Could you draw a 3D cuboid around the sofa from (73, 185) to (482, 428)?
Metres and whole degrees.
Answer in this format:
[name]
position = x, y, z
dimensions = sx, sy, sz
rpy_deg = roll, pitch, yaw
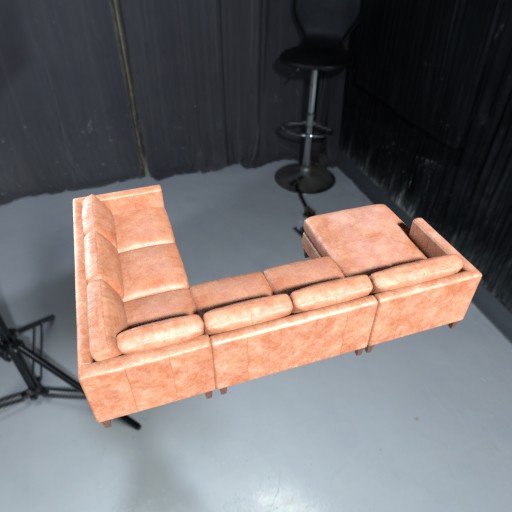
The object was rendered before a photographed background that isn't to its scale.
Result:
[sofa]
position = 0.000, 0.000, 4.542
dimensions = 3.401, 0.832, 2.430
rpy_deg = -12, 42, -14
